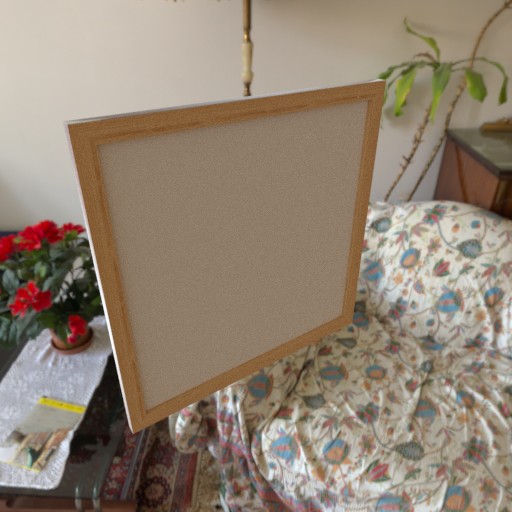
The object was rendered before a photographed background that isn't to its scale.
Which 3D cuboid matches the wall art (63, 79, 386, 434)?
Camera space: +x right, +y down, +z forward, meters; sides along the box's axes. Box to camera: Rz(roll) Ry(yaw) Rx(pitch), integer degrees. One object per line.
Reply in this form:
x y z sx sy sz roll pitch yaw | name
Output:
0.000 0.000 1.107 0.762 0.762 0.027 -19 36 -29 | wall art
